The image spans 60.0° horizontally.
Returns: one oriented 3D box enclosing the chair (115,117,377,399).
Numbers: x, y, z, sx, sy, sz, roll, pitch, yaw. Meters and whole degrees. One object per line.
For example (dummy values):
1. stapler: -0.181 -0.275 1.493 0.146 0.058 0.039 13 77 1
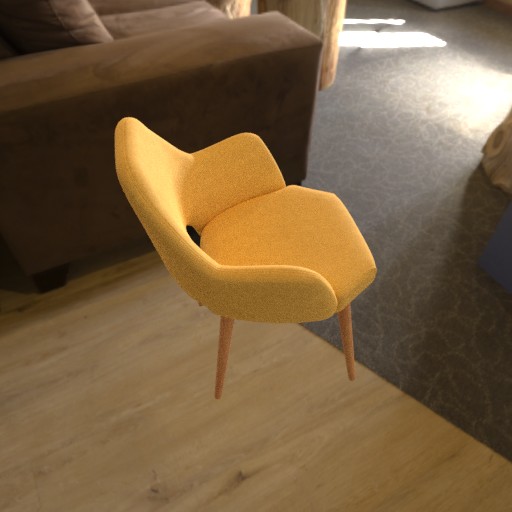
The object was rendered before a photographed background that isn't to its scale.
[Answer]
1. chair: 0.000 0.000 1.270 0.610 0.840 0.590 -10 48 -9
